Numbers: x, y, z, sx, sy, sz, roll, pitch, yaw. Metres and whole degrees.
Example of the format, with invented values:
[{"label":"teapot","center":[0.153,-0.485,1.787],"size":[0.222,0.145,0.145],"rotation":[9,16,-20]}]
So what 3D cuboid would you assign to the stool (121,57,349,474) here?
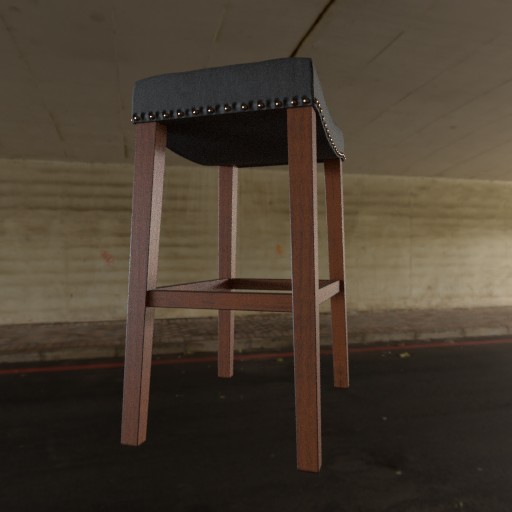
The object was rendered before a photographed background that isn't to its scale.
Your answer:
[{"label":"stool","center":[0.000,0.000,0.876],"size":[0.320,0.612,0.439],"rotation":[0,0,17]}]
